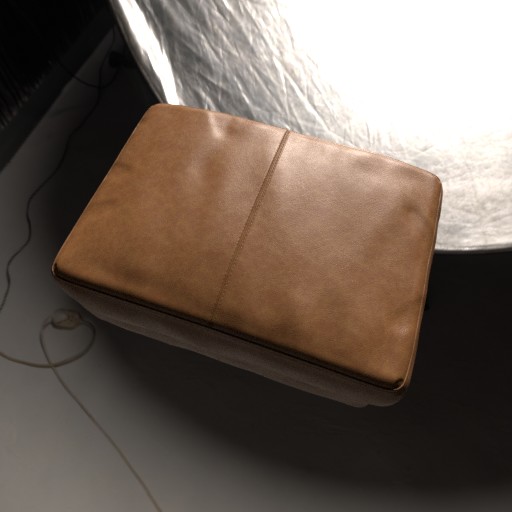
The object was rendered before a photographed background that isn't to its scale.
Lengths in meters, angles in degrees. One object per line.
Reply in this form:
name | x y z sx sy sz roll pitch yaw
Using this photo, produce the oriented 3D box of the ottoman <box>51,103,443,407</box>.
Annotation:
ottoman | 0.000 0.000 1.235 0.869 0.461 0.630 17 64 9
